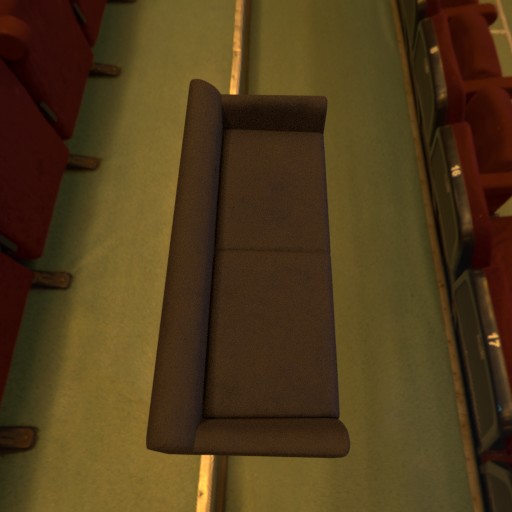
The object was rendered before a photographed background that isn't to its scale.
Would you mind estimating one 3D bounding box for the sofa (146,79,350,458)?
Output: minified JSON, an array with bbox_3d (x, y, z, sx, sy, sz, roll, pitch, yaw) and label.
[{"bbox_3d":[0.000,0.000,2.658,0.900,0.740,2.190,1,64,1],"label":"sofa"}]
